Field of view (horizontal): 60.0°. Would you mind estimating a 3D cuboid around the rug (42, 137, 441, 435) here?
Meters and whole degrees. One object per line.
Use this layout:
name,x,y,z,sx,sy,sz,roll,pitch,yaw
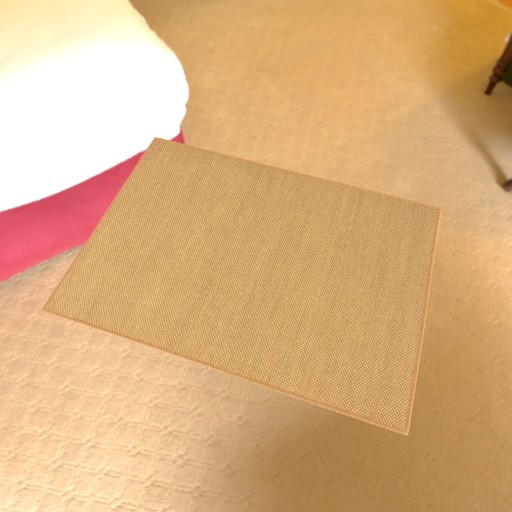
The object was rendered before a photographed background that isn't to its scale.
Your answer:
rug,0.000,0.000,2.788,2.134,0.013,1.524,16,60,10
